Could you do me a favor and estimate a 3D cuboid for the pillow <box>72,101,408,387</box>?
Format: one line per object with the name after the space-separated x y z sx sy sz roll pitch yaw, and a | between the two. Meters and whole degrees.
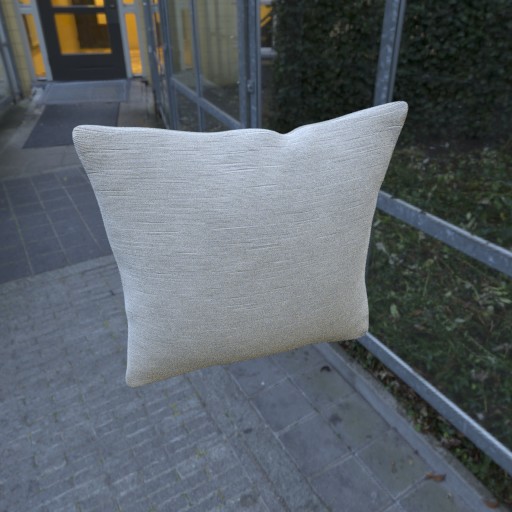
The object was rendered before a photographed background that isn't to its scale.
0.000 0.000 0.660 0.437 0.420 0.162 -9 32 -15 | pillow
